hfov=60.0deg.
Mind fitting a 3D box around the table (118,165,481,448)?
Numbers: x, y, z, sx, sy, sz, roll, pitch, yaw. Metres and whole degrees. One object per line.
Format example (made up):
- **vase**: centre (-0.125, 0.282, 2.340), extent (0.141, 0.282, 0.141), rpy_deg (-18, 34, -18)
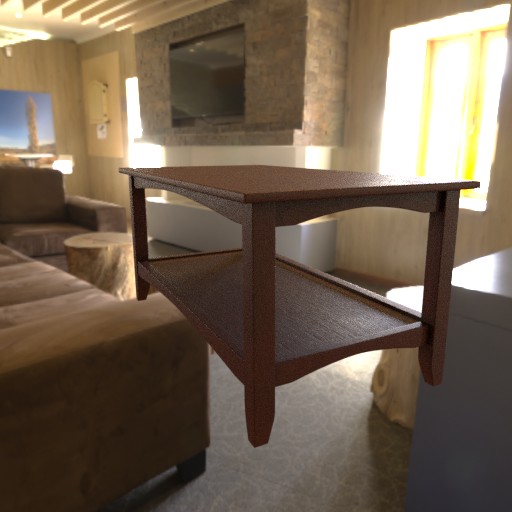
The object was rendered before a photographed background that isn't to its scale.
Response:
- **table**: centre (0.000, 0.000, 1.231), extent (0.533, 0.456, 0.943), rpy_deg (-7, 15, -27)
